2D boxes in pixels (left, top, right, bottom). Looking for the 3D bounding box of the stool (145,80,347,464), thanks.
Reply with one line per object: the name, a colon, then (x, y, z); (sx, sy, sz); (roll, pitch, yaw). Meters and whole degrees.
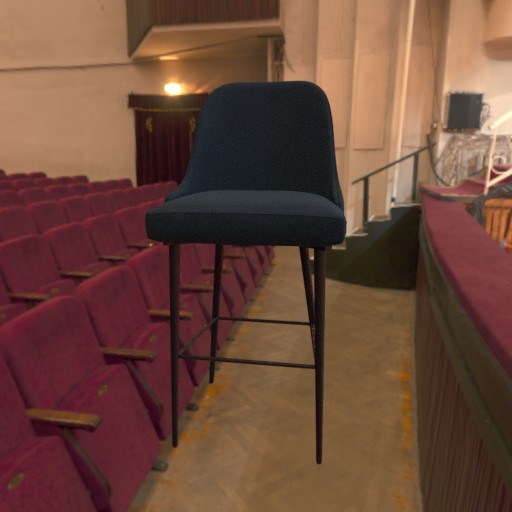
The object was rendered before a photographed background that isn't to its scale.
stool: (0.000, 0.000, 1.360); (0.527, 1.079, 0.489); (2, 13, 10)
